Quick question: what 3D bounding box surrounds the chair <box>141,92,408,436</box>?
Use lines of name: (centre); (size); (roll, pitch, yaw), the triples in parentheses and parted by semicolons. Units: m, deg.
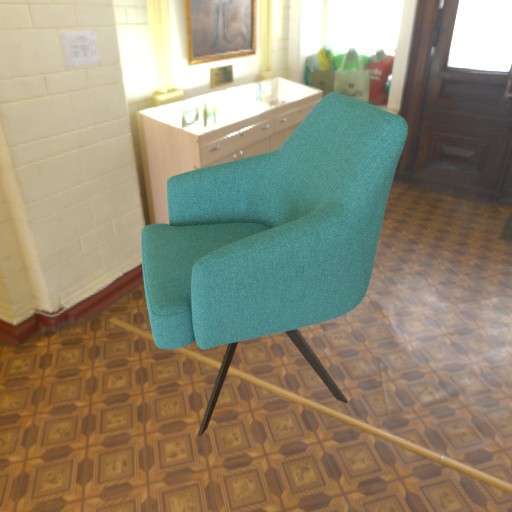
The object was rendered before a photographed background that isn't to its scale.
chair: (0.000, 0.000, 1.352); (0.677, 0.874, 0.642); (-8, 30, -14)
